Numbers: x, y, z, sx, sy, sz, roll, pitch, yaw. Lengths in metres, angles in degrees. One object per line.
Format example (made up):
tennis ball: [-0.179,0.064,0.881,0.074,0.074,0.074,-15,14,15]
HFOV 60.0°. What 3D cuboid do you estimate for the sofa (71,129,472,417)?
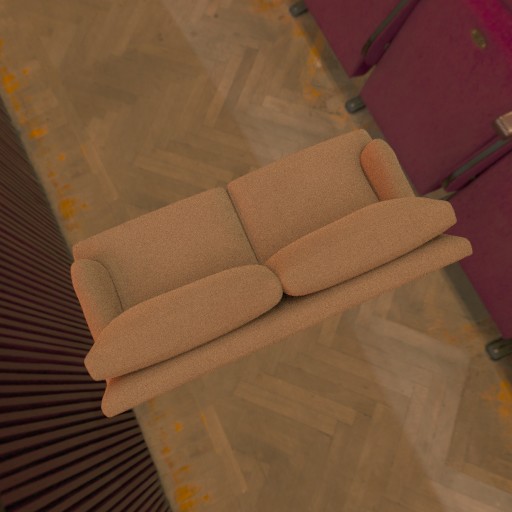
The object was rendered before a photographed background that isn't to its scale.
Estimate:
sofa: [0.000,0.000,2.689,2.070,0.997,1.091,-23,75,-6]
